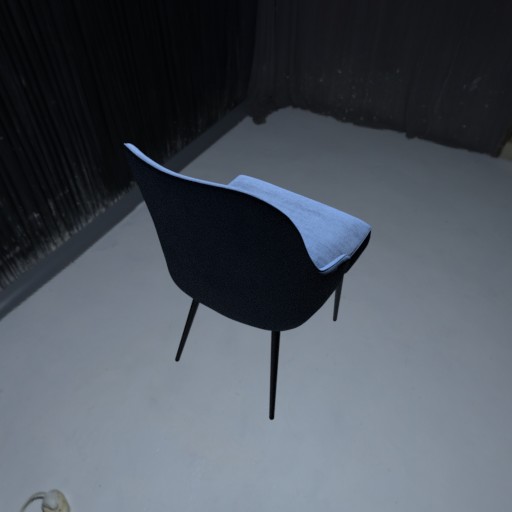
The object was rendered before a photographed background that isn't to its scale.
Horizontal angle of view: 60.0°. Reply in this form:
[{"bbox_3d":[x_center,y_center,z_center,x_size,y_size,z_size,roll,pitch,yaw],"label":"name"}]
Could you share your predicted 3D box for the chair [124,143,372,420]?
[{"bbox_3d":[0.000,0.000,1.220,0.478,0.896,0.559,25,51,22],"label":"chair"}]
